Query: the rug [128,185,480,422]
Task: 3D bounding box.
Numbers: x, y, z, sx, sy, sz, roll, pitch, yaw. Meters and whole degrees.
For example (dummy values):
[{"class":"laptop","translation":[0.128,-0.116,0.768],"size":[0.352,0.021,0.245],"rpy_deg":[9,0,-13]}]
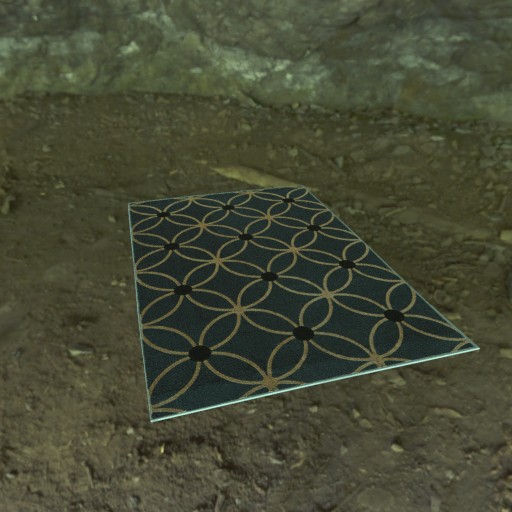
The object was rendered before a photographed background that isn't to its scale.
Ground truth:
[{"class":"rug","translation":[0.000,0.000,2.842],"size":[1.522,0.008,2.284],"rpy_deg":[-8,30,-14]}]
